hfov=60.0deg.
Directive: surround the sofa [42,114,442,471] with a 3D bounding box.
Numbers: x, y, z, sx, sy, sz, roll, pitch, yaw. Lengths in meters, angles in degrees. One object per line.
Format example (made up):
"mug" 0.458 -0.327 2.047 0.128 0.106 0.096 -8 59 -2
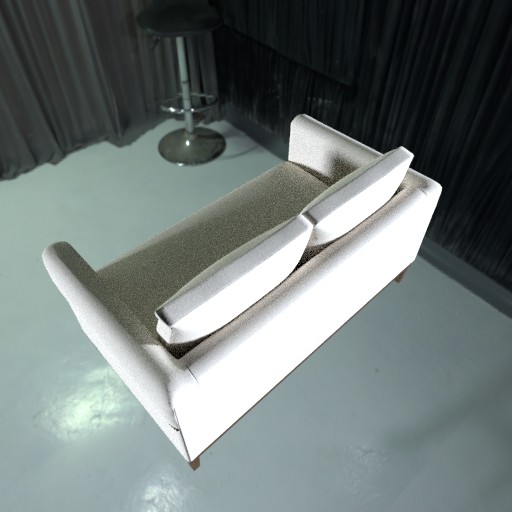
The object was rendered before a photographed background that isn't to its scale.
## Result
"sofa" 0.000 0.000 2.113 1.598 0.873 0.905 -35 56 -28
